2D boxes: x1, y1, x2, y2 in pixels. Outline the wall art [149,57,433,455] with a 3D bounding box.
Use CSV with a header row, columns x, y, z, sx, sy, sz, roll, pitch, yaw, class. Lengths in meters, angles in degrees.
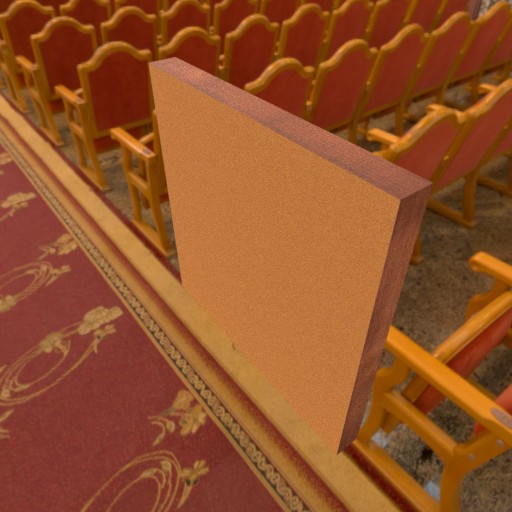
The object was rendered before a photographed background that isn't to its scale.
x,y,z,sx,sy,sz,roll,pitch,yaw,class
0.000,0.000,0.564,0.038,0.385,0.386,-26,47,-28,wall art
